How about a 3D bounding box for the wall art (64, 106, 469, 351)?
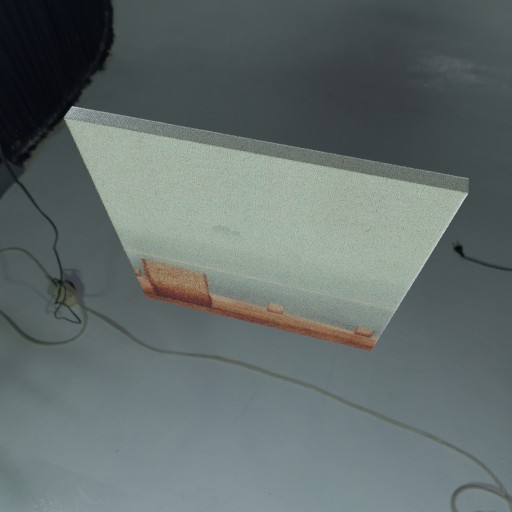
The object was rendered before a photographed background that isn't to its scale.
[{"bbox_3d":[0.000,0.000,1.138,0.760,0.760,0.042,12,58,8],"label":"wall art"}]
